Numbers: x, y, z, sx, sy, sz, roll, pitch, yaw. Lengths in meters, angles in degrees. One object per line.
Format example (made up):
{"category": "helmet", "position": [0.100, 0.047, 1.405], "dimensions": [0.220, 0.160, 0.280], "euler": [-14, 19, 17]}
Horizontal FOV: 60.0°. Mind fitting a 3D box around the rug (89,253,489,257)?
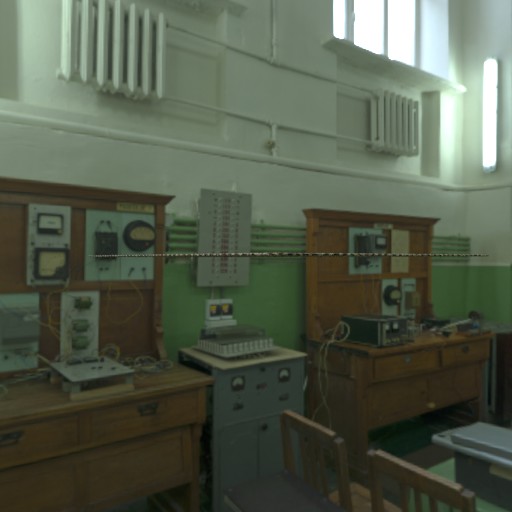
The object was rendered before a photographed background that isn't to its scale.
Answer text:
{"category": "rug", "position": [0.000, 0.000, 2.317], "dimensions": [1.219, 0.008, 1.828], "euler": [0, 0, -36]}
